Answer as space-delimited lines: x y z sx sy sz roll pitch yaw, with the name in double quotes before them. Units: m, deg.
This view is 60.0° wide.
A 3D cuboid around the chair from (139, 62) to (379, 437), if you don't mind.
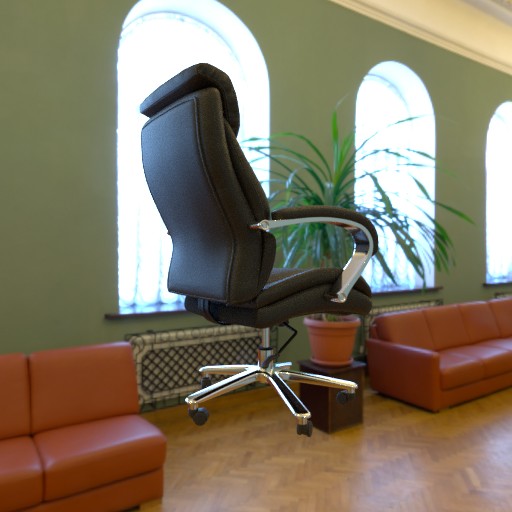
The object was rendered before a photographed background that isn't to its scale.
"chair" 0.000 0.000 1.722 0.790 1.183 0.755 -1 1 -35
